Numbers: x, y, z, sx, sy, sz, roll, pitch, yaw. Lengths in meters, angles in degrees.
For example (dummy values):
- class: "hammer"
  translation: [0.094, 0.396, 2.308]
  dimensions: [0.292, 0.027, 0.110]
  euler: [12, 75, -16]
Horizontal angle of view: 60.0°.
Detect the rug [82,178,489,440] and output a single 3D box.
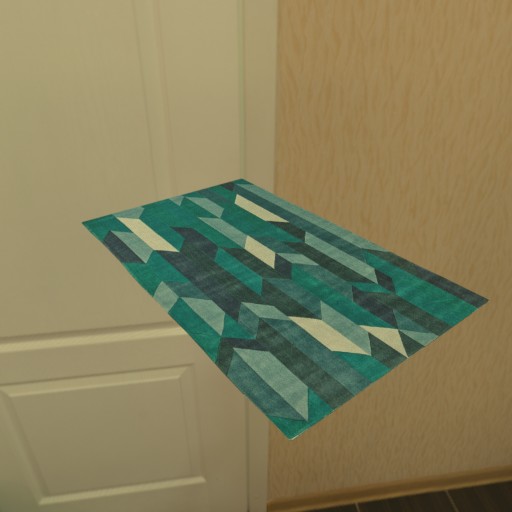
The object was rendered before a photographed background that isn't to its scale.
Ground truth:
- class: "rug"
  translation: [0.000, 0.000, 2.965]
  dimensions: [1.528, 0.005, 2.420]
  euler: [-22, 37, -32]
